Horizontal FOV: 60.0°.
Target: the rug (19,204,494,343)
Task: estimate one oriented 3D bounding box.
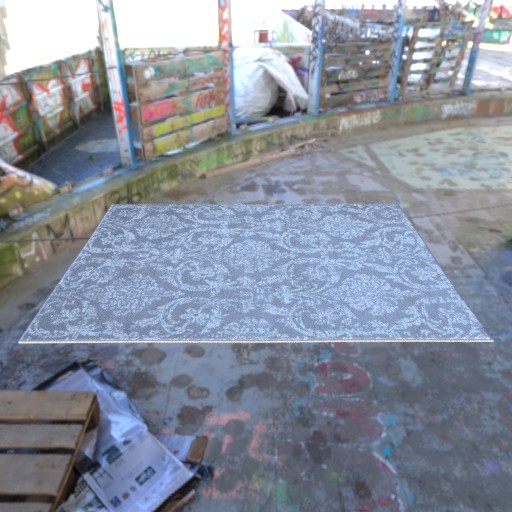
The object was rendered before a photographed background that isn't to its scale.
[{"bbox_3d":[0.000,0.000,2.734,2.206,0.014,1.578,0,30,0],"label":"rug"}]
